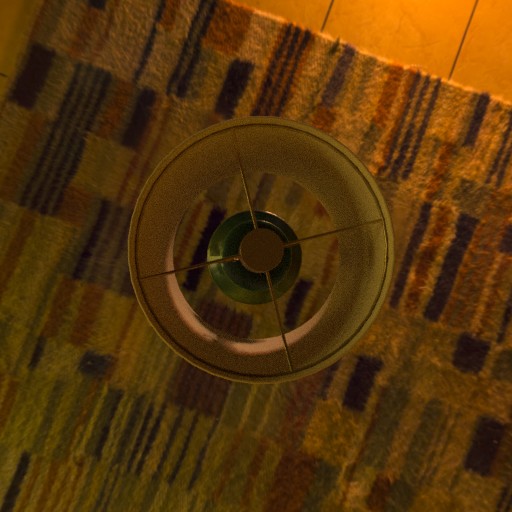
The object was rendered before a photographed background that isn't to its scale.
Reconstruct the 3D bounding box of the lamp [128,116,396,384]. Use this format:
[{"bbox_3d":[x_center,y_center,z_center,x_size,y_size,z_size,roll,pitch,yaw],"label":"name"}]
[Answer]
[{"bbox_3d":[0.000,0.000,0.575,0.211,0.455,0.211,0,89,-1],"label":"lamp"}]
